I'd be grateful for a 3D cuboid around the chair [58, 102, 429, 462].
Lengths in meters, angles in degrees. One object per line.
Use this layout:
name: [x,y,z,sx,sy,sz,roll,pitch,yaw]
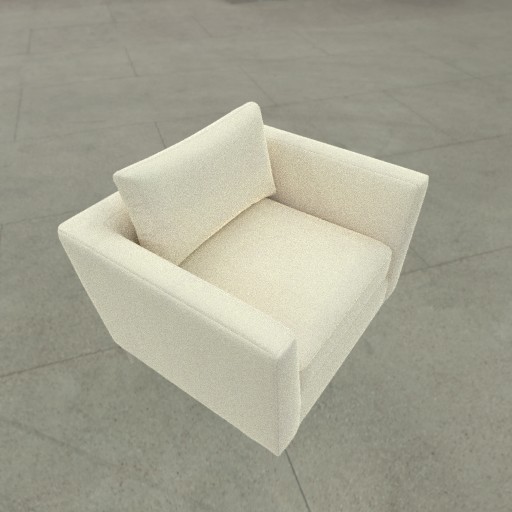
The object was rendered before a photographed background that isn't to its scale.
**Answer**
chair: [0.000,0.000,1.703,0.889,0.865,1.041,25,47,26]
